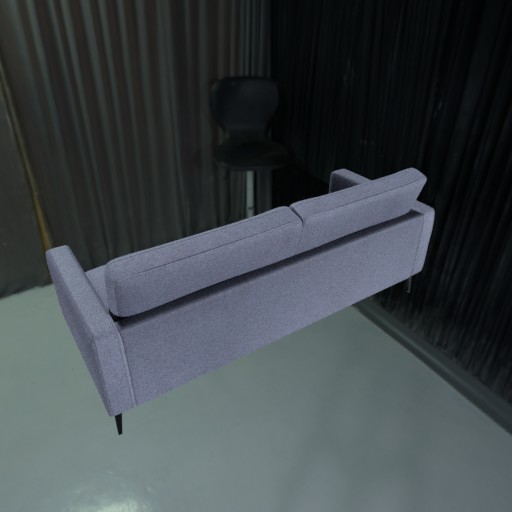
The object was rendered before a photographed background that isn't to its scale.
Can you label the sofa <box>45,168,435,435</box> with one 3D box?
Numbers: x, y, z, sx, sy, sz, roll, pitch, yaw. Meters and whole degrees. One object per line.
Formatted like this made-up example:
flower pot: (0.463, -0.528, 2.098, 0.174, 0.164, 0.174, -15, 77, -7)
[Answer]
sofa: (0.000, 0.000, 2.376, 1.925, 0.828, 0.774, -20, 37, -28)
